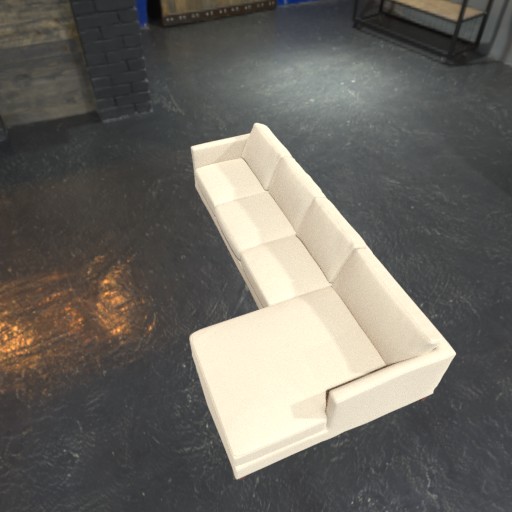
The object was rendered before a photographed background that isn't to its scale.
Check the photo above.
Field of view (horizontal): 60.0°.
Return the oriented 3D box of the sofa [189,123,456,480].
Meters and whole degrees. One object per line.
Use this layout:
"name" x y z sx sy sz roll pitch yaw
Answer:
"sofa" 0.000 0.000 3.953 1.625 0.861 3.186 -16 48 -15
